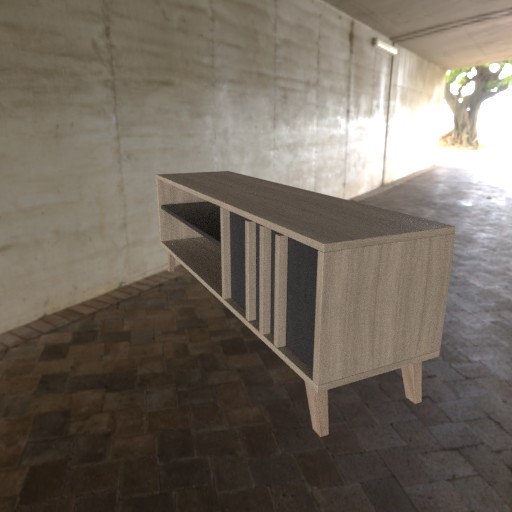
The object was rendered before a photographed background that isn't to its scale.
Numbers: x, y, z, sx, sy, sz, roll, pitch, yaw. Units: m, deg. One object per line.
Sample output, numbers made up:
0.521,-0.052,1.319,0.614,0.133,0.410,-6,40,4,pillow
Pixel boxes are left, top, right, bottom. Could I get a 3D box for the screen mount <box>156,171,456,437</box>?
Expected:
0.000,0.000,1.749,0.401,0.509,1.500,-8,18,-25,screen mount
